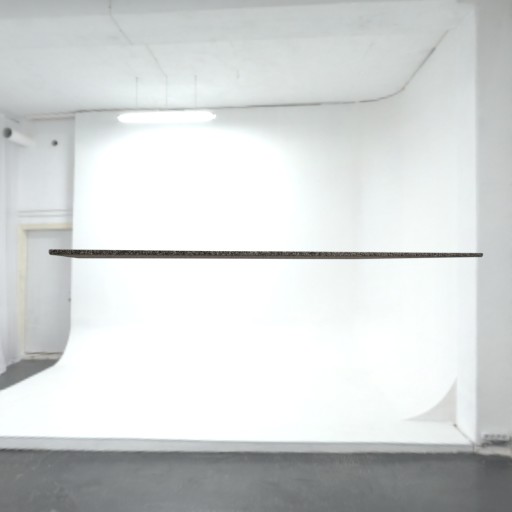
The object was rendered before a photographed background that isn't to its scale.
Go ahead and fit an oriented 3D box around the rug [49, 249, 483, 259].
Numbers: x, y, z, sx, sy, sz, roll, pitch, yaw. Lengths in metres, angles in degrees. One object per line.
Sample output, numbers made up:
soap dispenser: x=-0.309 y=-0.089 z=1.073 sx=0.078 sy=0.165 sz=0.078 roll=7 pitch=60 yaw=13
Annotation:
rug: x=0.000 y=0.000 z=2.980 sx=2.352 sy=0.025 sz=1.501 roll=0 pitch=-1 yaw=-18
